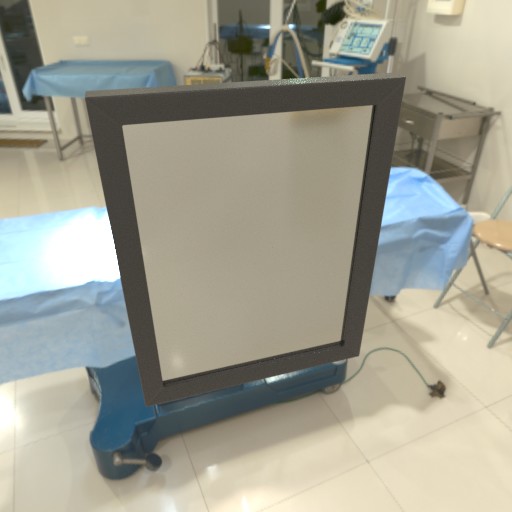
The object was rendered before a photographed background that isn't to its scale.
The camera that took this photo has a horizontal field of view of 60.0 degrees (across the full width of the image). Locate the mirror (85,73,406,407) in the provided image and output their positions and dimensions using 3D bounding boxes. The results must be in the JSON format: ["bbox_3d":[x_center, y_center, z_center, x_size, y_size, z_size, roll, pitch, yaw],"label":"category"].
[{"bbox_3d":[0.000,0.000,0.687,0.405,0.508,0.041,-9,33,-15],"label":"mirror"}]
